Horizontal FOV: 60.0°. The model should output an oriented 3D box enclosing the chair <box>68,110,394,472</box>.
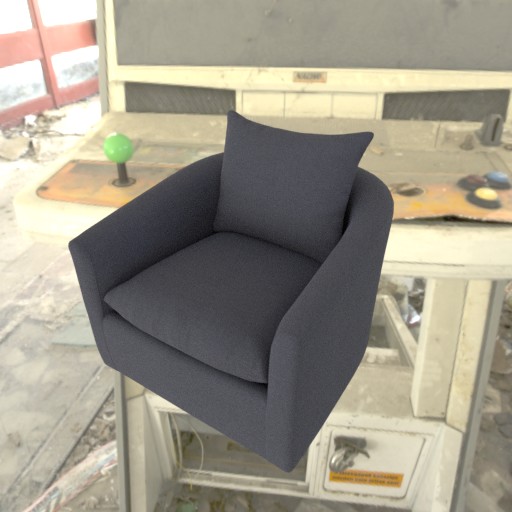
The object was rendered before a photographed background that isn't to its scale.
[{"bbox_3d":[0.000,0.000,1.586,0.845,0.848,0.910,19,37,28],"label":"chair"}]
